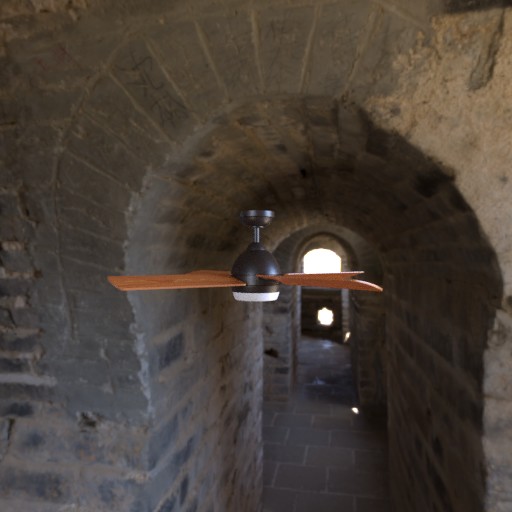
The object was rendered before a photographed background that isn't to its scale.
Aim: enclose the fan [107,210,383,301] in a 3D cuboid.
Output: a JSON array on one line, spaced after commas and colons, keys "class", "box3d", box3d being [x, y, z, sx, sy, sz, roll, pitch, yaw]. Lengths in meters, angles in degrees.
[{"class": "fan", "box3d": [0.000, 0.000, 2.041, 1.332, 0.403, 1.332, 0, 0, -36]}]
